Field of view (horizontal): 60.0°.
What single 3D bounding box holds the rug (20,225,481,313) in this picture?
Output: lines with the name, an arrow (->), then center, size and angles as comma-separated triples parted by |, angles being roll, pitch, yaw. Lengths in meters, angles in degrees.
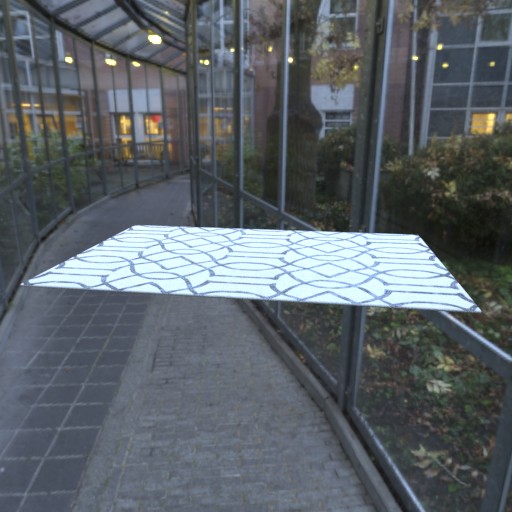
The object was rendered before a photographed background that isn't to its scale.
rug -> 0.000, 0.000, 2.953 | 2.365, 0.017, 1.521 | 3, 17, 8
